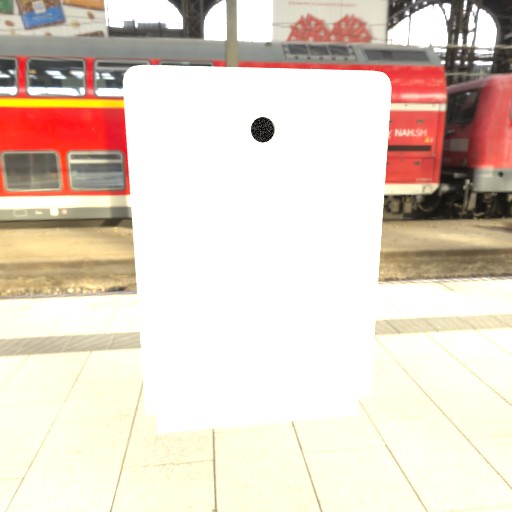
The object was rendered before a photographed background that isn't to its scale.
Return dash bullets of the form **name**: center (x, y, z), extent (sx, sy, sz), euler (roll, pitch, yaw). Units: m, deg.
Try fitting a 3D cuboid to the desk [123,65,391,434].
- **desk**: center (0.000, 0.000, 1.561), extent (0.795, 1.190, 0.278), euler (-2, 14, -8)
